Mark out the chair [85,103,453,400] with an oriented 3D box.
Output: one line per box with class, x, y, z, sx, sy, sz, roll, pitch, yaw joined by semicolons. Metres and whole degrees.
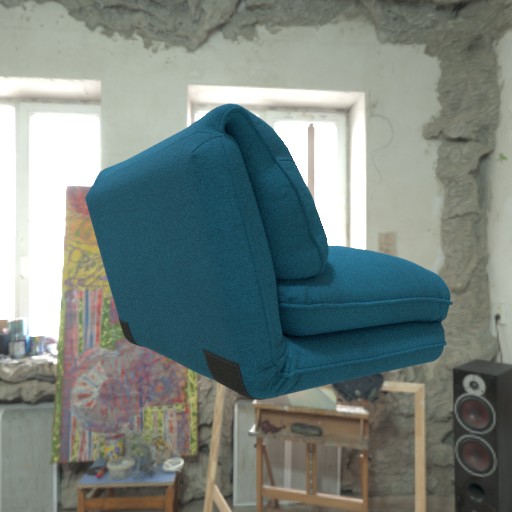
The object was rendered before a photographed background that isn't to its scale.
chair;0.000;0.000;1.296;0.780;0.580;0.820;0;0;-35
